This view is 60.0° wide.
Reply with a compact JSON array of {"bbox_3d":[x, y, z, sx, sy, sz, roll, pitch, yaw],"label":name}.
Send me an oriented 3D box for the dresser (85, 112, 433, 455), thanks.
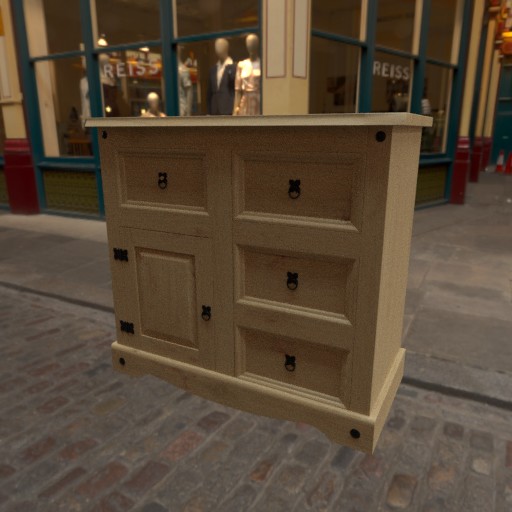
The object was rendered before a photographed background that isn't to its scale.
[{"bbox_3d":[0.000,0.000,1.402,0.915,0.835,0.440,8,18,27],"label":"dresser"}]
